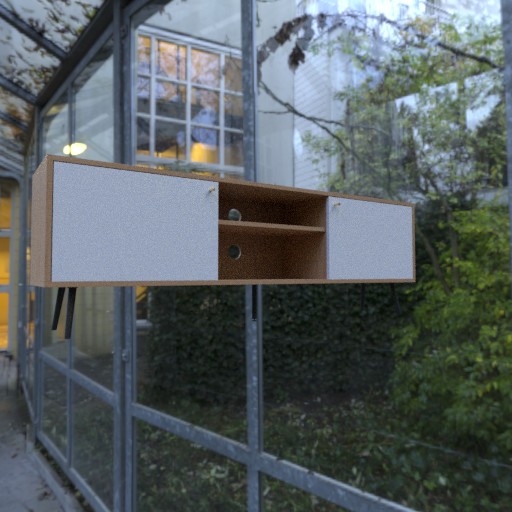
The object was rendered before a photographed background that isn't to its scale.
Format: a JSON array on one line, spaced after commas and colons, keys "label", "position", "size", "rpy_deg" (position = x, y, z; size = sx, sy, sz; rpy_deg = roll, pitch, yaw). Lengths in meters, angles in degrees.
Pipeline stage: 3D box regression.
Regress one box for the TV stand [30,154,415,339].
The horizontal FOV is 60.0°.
[{"label": "TV stand", "position": [0.000, 0.000, 1.979], "size": [1.760, 0.580, 0.400], "rpy_deg": [2, -3, -33]}]
